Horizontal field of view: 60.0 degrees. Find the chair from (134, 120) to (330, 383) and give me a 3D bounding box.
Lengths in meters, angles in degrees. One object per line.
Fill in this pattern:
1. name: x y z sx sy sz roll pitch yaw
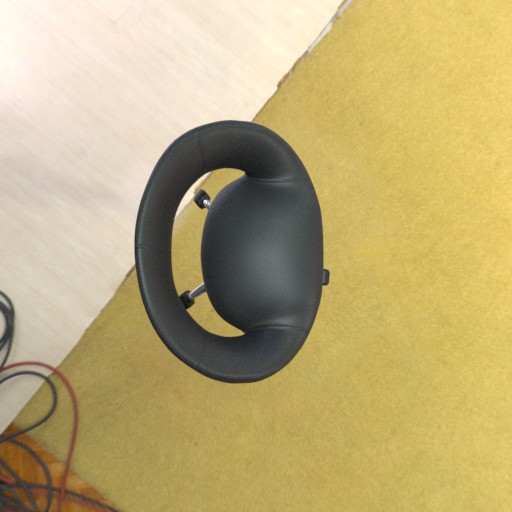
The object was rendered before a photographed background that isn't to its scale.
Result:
1. chair: 0.000 0.000 1.206 0.538 0.791 0.612 0 87 -1
